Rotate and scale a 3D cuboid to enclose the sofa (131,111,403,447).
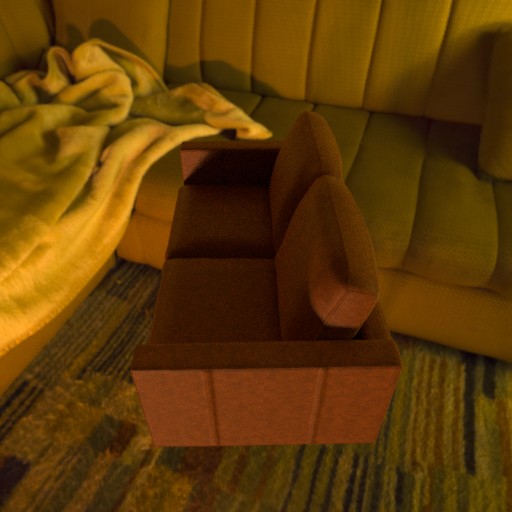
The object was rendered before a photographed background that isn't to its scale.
[{"bbox_3d":[0.000,0.000,2.134,0.909,0.951,1.578,-1,41,-1],"label":"sofa"}]
